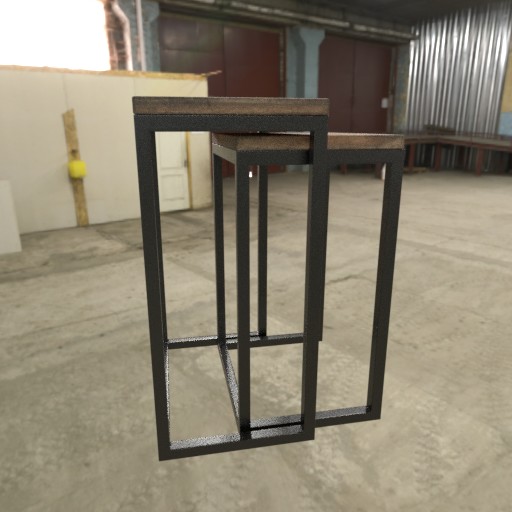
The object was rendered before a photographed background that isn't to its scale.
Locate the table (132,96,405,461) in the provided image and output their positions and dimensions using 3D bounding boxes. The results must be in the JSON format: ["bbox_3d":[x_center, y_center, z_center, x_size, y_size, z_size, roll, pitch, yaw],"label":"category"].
[{"bbox_3d":[0.000,0.000,0.953,0.460,0.615,0.456,-3,16,-9],"label":"table"}]
